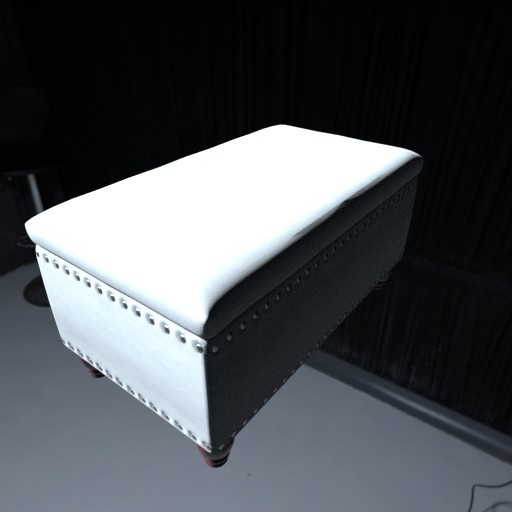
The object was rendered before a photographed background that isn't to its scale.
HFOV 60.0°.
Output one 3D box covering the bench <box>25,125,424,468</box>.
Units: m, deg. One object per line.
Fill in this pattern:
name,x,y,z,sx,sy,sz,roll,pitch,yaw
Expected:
bench,0.000,0.000,1.156,0.500,0.449,0.887,22,38,31
